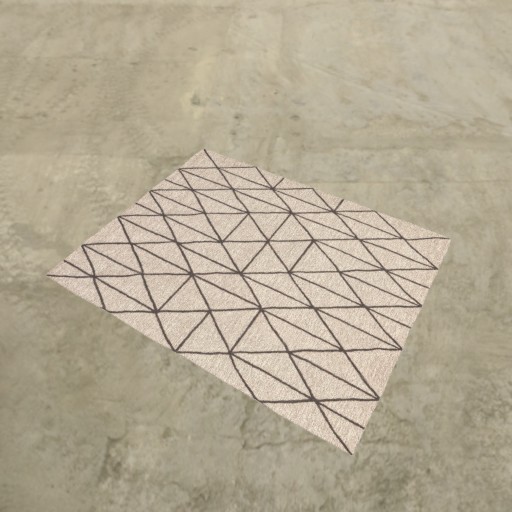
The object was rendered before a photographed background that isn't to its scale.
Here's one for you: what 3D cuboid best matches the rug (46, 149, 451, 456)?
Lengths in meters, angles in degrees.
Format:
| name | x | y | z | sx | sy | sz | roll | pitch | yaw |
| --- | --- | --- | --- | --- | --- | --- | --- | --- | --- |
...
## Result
| name | x | y | z | sx | sy | sz | roll | pitch | yaw |
| --- | --- | --- | --- | --- | --- | --- | --- | --- | --- |
| rug | 0.000 | 0.000 | 4.222 | 3.061 | 0.022 | 2.468 | 24 | 51 | 21 |
